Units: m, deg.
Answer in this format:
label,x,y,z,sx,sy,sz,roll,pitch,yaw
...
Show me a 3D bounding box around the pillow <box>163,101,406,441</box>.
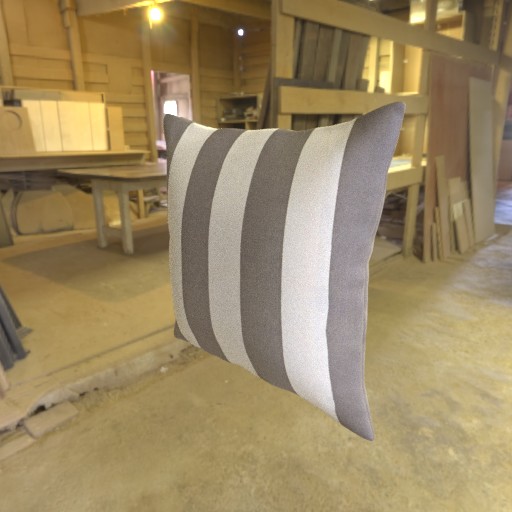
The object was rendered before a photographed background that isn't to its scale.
label,x,y,z,sx,sy,sz,roll,pitch,yaw
pillow,0.000,0.000,0.799,0.522,0.507,0.192,15,22,42
